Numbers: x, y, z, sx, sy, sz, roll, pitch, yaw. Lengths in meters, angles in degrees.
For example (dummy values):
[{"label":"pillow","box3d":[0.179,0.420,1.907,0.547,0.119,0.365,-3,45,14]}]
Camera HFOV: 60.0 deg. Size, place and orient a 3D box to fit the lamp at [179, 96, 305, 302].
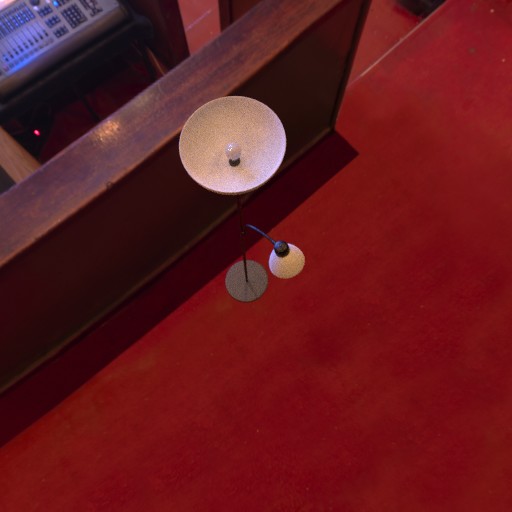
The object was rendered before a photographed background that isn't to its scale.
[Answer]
[{"label":"lamp","box3d":[0.000,0.000,1.973,0.279,1.804,0.442,-43,79,-10]}]
